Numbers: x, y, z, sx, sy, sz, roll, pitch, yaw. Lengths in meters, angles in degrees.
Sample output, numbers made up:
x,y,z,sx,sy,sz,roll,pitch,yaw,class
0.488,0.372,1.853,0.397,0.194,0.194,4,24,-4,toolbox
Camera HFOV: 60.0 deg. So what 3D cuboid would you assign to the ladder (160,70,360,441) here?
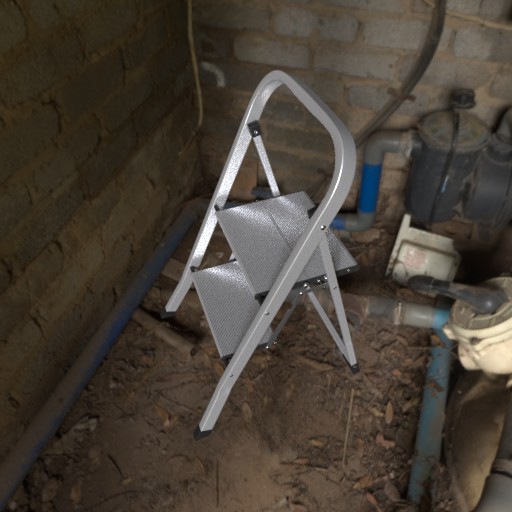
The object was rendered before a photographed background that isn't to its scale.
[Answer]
x,y,z,sx,sy,sz,roll,pitch,yaw,class
0.000,0.000,1.138,0.530,0.830,0.465,-15,48,-14,ladder
